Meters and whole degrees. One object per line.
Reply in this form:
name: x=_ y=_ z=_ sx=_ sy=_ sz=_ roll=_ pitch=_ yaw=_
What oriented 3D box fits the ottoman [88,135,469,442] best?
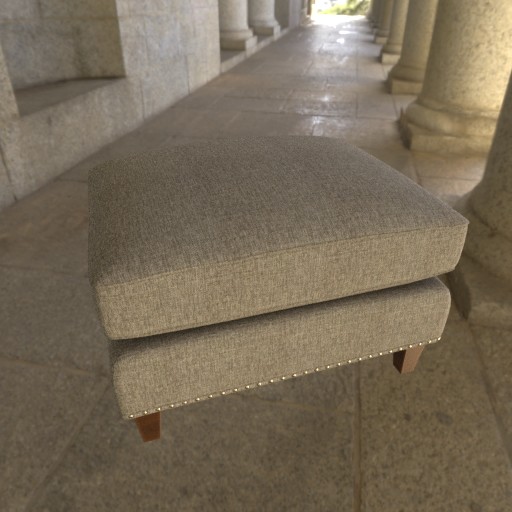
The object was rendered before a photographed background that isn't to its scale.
ottoman: x=0.000 y=0.000 z=1.111 sx=0.741 sy=0.513 sz=0.584 roll=-10 pitch=33 yaw=-15
